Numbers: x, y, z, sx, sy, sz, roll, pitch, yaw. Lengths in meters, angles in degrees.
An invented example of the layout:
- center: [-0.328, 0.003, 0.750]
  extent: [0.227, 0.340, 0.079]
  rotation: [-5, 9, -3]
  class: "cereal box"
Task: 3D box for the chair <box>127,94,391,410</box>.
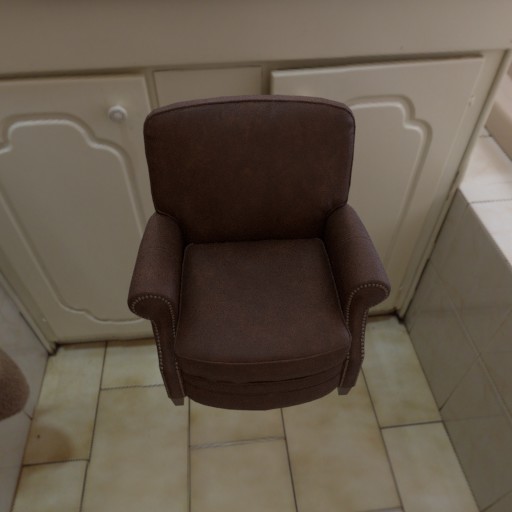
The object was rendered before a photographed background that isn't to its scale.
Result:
- center: [0.000, 0.000, 1.793]
  extent: [0.936, 1.018, 0.986]
  rotation: [-3, 47, -3]
  class: "chair"
